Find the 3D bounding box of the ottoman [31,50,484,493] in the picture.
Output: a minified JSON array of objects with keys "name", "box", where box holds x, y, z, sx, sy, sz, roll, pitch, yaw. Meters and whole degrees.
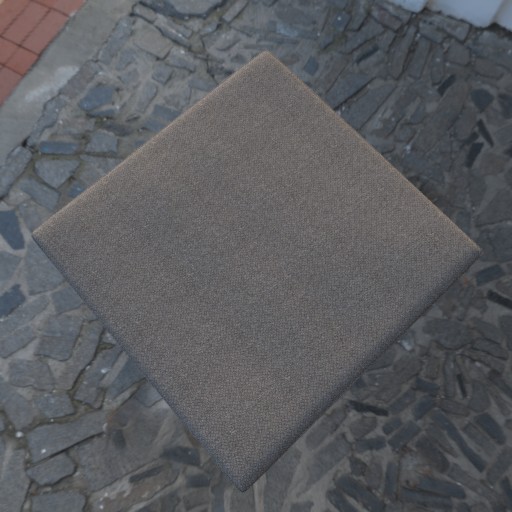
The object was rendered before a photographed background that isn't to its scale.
[{"name":"ottoman","box":[0.000,0.000,1.466,0.981,0.378,0.970,-41,79,-10]}]
